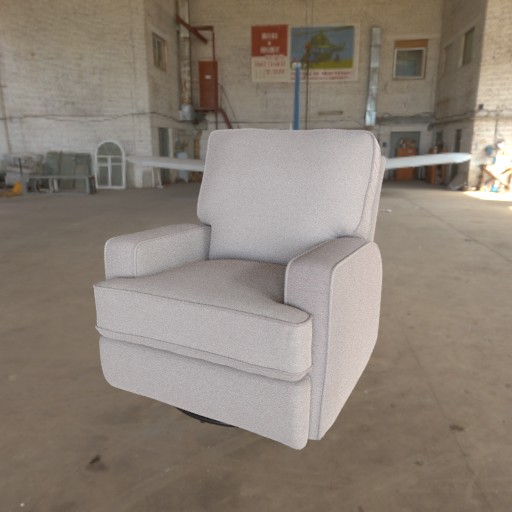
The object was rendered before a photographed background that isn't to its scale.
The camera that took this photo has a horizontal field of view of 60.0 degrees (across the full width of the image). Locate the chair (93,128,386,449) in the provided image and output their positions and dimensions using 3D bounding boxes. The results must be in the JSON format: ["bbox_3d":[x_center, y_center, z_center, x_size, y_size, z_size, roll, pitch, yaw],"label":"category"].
[{"bbox_3d":[0.000,0.000,1.693,0.861,0.964,0.969,7,15,26],"label":"chair"}]
